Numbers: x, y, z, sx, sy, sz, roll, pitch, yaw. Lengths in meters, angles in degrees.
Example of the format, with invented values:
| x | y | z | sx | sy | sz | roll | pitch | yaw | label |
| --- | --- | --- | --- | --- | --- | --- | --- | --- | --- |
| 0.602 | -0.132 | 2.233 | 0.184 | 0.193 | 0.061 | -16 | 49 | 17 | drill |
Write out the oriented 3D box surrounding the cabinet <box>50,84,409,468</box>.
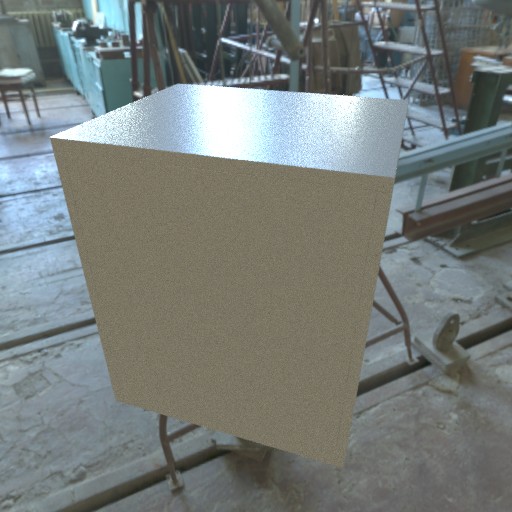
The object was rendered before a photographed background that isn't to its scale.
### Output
| x | y | z | sx | sy | sz | roll | pitch | yaw | label |
| --- | --- | --- | --- | --- | --- | --- | --- | --- | --- |
| 0.000 | 0.000 | 0.746 | 0.400 | 0.470 | 0.360 | 10 | 34 | 16 | cabinet |
